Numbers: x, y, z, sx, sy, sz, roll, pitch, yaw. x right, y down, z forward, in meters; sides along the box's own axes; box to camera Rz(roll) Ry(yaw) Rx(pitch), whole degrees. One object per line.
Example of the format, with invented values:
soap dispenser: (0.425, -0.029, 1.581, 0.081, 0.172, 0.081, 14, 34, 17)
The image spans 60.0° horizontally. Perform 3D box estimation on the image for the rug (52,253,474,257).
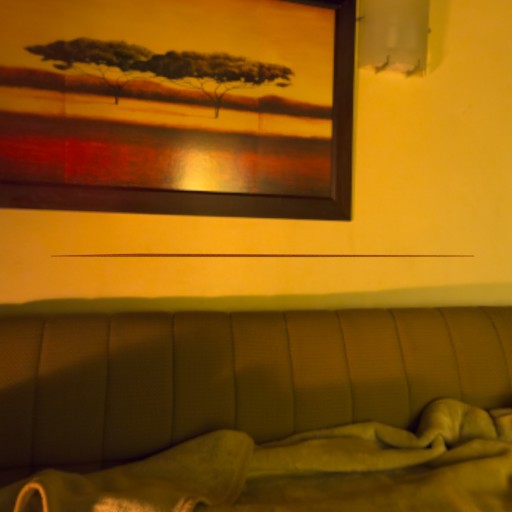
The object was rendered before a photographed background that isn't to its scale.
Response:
rug: (0.000, 0.000, 3.888, 2.929, 0.012, 2.300, 0, 0, -34)
